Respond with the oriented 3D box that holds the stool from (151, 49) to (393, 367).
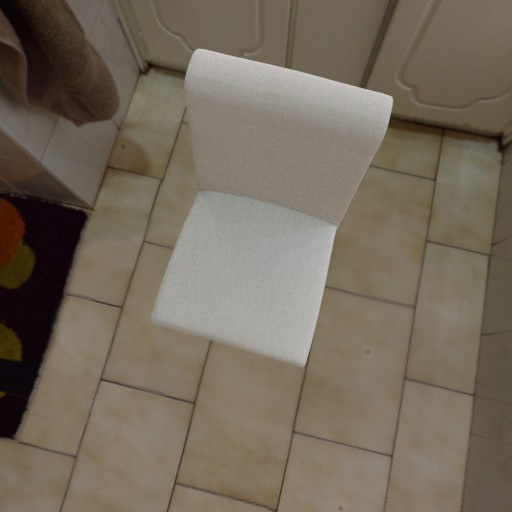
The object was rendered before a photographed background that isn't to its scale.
[{"bbox_3d":[0.000,0.000,1.424,0.452,1.124,0.597,16,77,4],"label":"stool"}]
